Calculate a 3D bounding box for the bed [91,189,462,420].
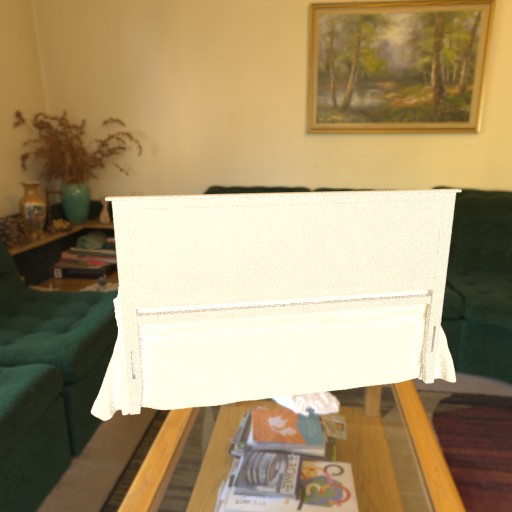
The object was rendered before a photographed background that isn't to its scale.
[{"bbox_3d":[0.000,0.000,3.596,2.317,1.273,2.215,-3,15,-10],"label":"bed"}]
